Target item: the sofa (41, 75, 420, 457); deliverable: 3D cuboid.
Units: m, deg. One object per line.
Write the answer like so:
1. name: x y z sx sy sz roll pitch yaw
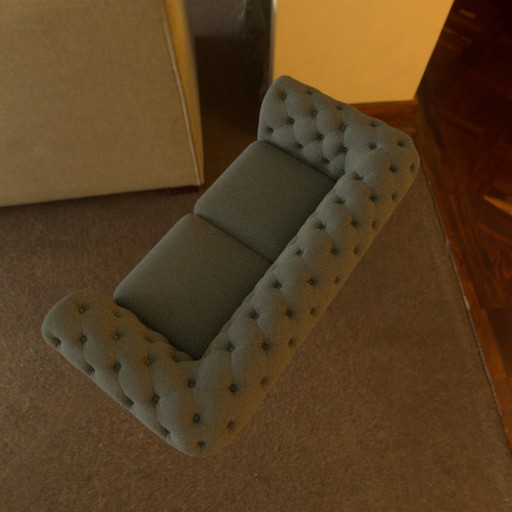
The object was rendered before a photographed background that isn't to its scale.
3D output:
1. sofa: 0.000 0.000 2.447 0.986 0.764 1.998 33 68 15
